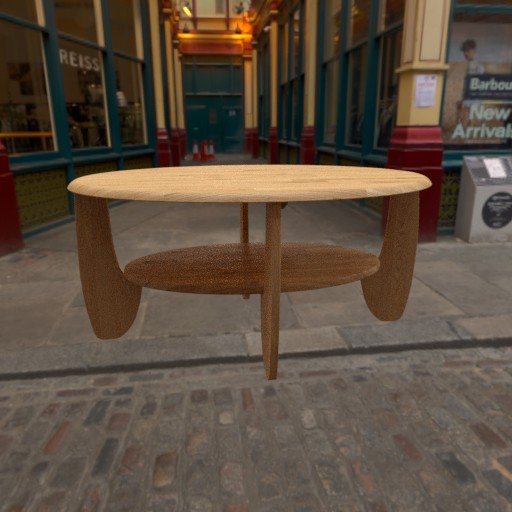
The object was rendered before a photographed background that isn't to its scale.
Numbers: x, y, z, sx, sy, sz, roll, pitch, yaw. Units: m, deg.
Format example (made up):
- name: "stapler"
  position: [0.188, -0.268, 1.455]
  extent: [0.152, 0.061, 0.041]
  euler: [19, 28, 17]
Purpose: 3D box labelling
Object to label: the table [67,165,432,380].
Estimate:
- name: "table"
  position: [0.000, 0.000, 1.363]
  extent: [1.040, 0.490, 0.690]
  euler: [-2, 17, -8]
